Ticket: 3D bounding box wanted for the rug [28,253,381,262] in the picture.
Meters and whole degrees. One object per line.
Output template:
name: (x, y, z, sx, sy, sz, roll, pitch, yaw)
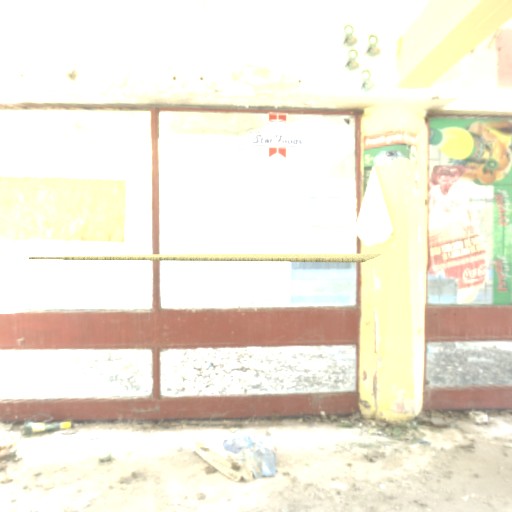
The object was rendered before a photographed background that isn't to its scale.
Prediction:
rug: (0.000, 0.000, 2.892, 1.523, 0.017, 2.263, 0, 1, 17)
